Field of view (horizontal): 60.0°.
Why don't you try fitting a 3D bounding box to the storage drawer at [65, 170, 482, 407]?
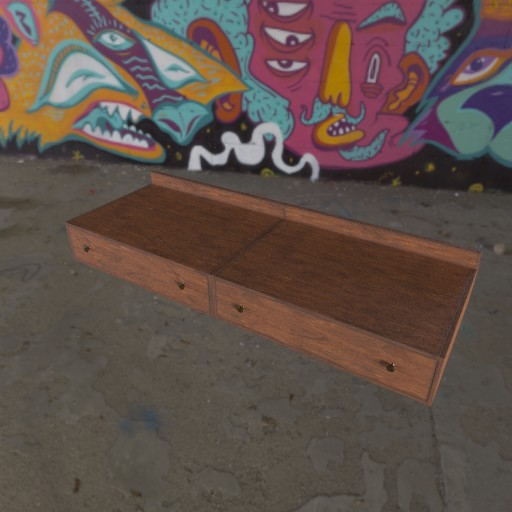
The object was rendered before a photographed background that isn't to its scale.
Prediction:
[{"bbox_3d":[0.000,0.000,2.202,1.914,0.339,0.774,18,35,27],"label":"storage drawer"}]
